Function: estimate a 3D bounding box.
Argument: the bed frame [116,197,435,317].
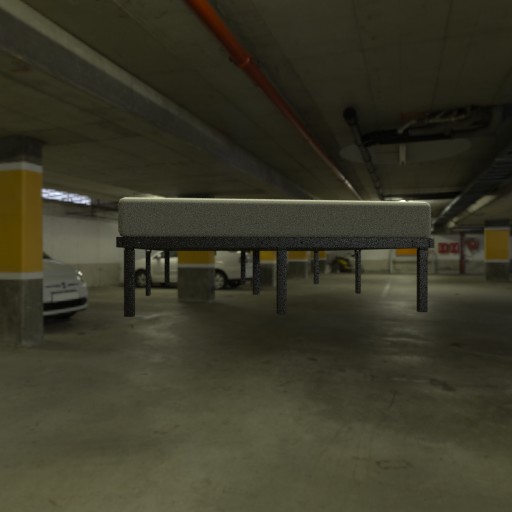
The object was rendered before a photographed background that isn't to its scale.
[{"bbox_3d":[0.000,0.000,3.904,2.205,0.680,2.842,0,0,1],"label":"bed frame"}]
